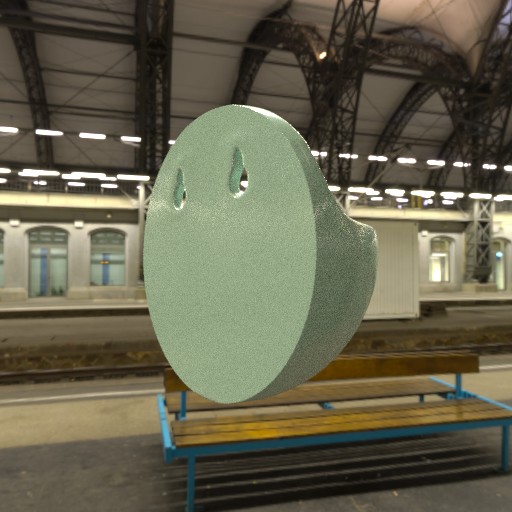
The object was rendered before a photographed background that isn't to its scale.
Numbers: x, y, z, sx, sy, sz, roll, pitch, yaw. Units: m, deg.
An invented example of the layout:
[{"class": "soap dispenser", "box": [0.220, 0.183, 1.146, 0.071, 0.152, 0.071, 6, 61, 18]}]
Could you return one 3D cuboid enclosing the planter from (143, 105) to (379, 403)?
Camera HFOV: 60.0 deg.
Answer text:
[{"class": "planter", "box": [0.000, 0.000, 0.273, 0.073, 0.164, 0.189, 1, -2, -37]}]
